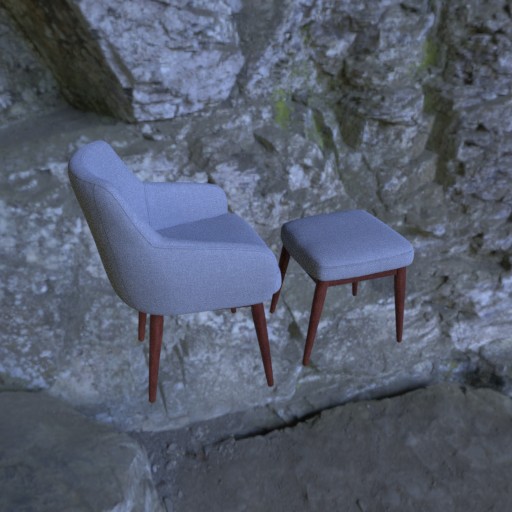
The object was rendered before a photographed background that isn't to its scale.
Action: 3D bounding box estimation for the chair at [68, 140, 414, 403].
[{"bbox_3d":[0.000,0.000,1.569,1.107,0.799,0.584,-9,30,-17],"label":"chair"}]
